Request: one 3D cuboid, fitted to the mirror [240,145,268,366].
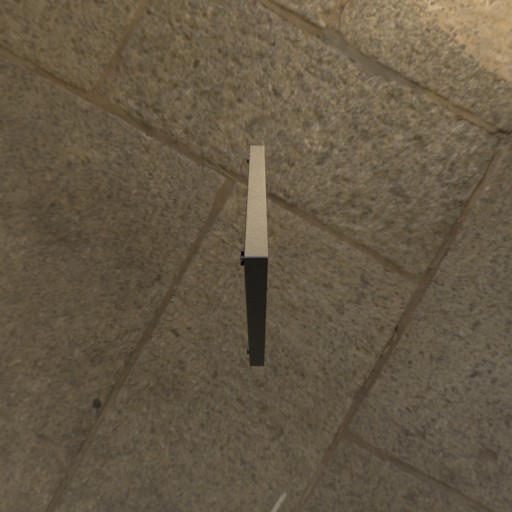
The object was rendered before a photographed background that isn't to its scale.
[{"bbox_3d":[0.000,0.000,0.840,0.032,0.679,0.419,0,91,0],"label":"mirror"}]
